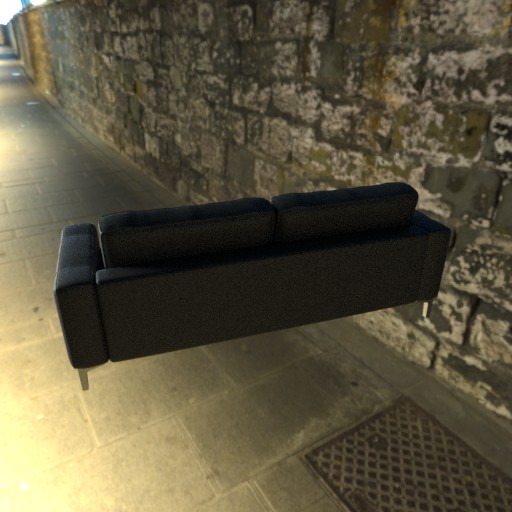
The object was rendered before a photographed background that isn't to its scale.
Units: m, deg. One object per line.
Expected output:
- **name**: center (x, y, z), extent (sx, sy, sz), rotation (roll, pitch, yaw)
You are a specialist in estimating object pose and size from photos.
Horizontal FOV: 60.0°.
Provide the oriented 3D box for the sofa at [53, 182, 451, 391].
- **sofa**: center (0.000, 0.000, 2.787), extent (2.275, 0.893, 0.833), rotation (-8, 28, -16)
